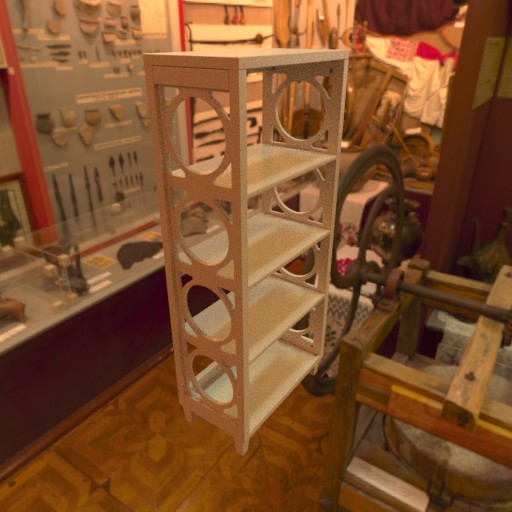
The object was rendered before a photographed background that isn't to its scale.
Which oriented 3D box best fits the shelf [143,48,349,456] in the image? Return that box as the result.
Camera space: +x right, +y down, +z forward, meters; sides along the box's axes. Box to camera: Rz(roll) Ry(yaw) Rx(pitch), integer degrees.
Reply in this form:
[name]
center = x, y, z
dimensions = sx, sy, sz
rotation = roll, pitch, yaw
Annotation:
[shelf]
center = 0.000, 0.000, 1.683
dimensions = 0.340, 1.411, 0.611
rotation = 18, 32, 32
